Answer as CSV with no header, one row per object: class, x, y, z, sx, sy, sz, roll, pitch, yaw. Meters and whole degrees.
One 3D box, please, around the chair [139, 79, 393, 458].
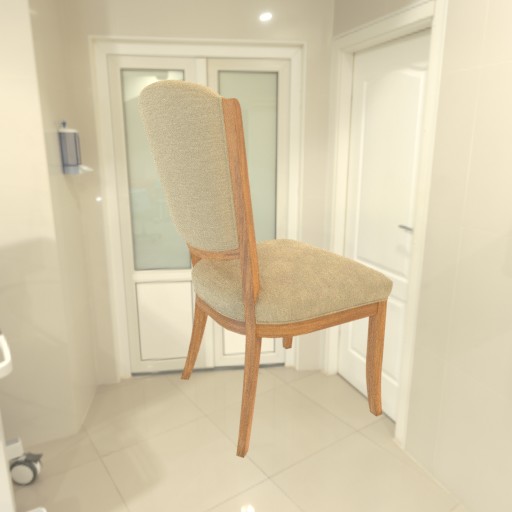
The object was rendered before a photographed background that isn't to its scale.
chair,0.000,0.000,1.268,0.584,0.905,0.513,-8,16,-27
